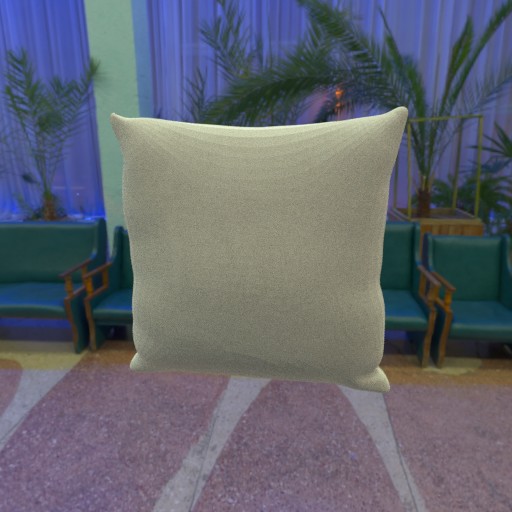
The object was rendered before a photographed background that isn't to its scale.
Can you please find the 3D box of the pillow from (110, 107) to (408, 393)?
[{"bbox_3d":[0.000,0.000,0.693,0.440,0.441,0.182,2,16,7],"label":"pillow"}]
